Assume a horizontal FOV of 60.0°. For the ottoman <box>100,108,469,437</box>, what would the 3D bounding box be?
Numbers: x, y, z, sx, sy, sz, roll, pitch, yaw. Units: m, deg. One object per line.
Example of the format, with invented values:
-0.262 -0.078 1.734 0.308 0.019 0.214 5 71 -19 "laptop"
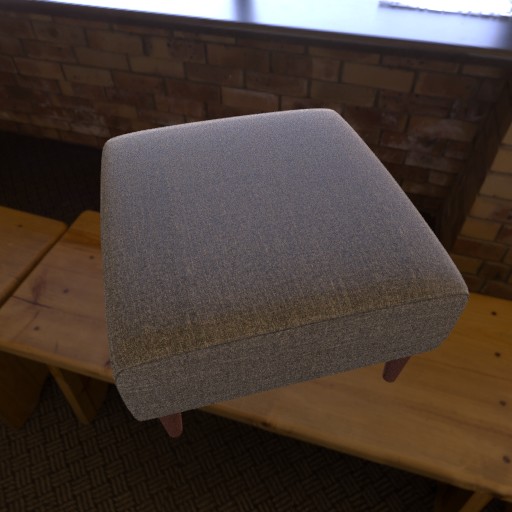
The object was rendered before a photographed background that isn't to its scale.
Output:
0.000 0.000 1.042 0.648 0.399 0.655 -11 48 -10 "ottoman"
